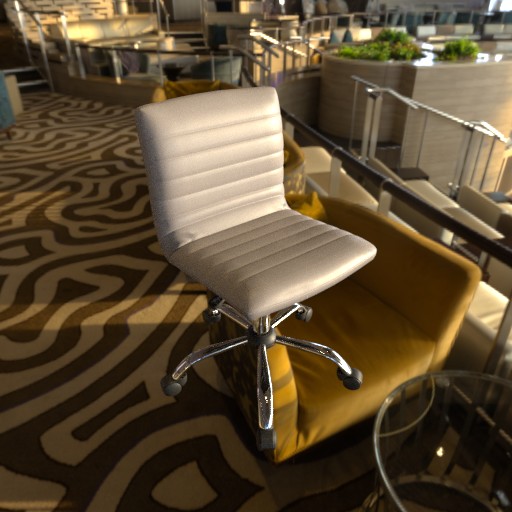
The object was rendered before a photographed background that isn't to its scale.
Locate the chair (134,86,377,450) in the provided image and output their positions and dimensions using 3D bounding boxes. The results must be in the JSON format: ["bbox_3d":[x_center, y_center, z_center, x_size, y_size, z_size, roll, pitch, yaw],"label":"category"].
[{"bbox_3d":[0.000,0.000,1.142,0.569,0.750,0.542,-22,38,-32],"label":"chair"}]
